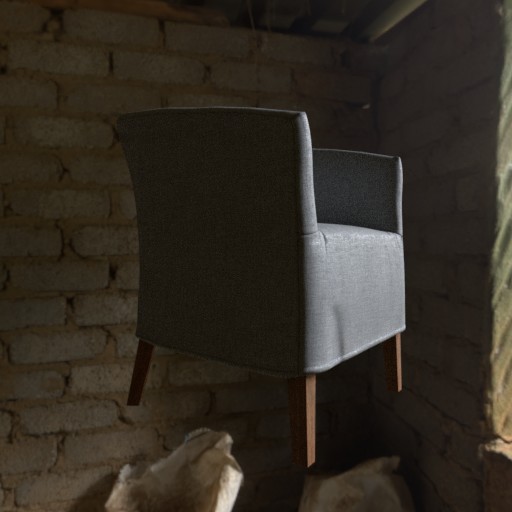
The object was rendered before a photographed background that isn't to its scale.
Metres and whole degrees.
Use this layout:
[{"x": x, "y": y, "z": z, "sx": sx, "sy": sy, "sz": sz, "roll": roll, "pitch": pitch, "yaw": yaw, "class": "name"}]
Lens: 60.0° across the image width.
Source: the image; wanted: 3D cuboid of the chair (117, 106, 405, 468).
[{"x": 0.000, "y": 0.000, "z": 1.226, "sx": 0.668, "sy": 0.771, "sz": 0.600, "roll": 1, "pitch": 2, "yaw": 36, "class": "chair"}]
